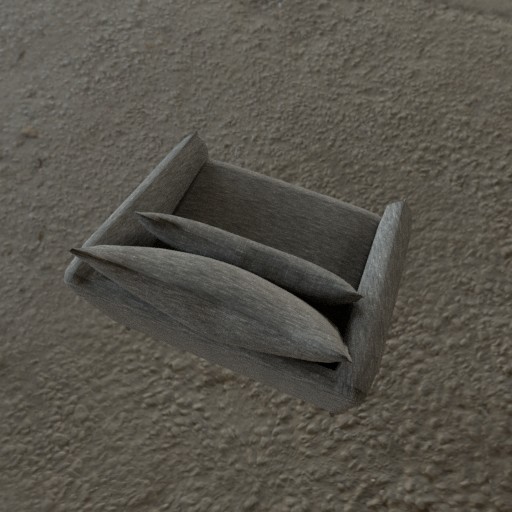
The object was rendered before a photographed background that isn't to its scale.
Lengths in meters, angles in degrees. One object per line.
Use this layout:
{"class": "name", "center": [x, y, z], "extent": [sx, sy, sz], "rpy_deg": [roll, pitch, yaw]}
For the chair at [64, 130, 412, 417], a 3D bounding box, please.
{"class": "chair", "center": [0.000, 0.000, 1.601], "extent": [1.004, 0.842, 0.805], "rpy_deg": [20, 65, 10]}
